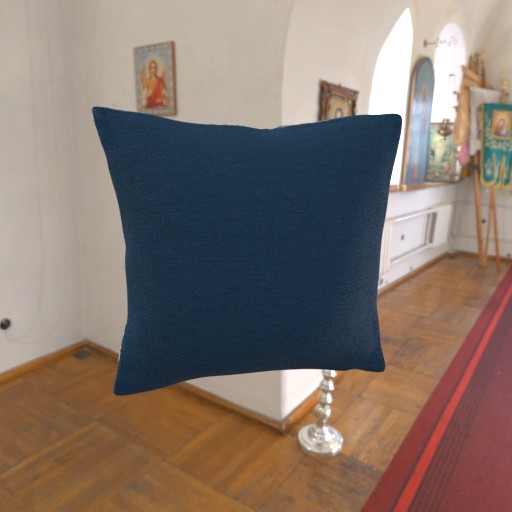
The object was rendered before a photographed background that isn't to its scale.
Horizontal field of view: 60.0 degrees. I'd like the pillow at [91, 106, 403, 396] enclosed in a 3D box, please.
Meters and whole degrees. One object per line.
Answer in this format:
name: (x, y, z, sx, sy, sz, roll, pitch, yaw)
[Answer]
pillow: (0.000, 0.000, 0.662, 0.440, 0.420, 0.145, -2, 15, -10)
